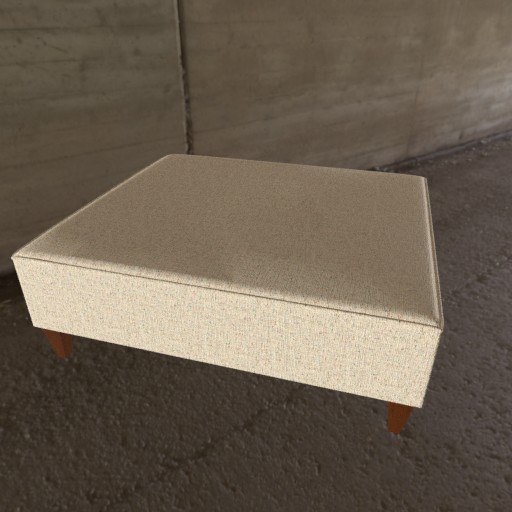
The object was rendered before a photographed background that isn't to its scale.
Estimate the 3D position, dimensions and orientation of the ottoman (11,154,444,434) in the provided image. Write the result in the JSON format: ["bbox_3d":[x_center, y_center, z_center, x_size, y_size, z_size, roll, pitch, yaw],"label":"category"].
[{"bbox_3d":[0.000,0.000,1.173,0.835,0.303,0.736,8,31,14],"label":"ottoman"}]
